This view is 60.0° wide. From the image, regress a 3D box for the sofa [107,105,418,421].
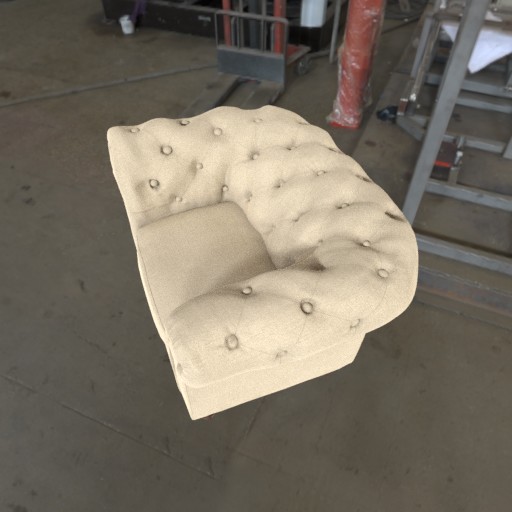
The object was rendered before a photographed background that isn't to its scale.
[{"bbox_3d":[0.000,0.000,2.032,1.034,0.878,1.405,-16,48,-15],"label":"sofa"}]
